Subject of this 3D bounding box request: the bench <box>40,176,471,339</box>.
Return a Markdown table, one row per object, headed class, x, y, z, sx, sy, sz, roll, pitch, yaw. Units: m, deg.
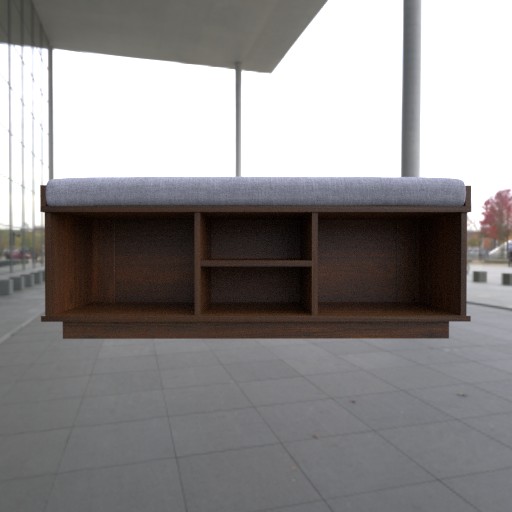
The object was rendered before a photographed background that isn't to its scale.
| class | x | y | z | sx | sy | sz | roll | pitch | yaw |
| --- | --- | --- | --- | --- | --- | --- | --- | --- | --- |
| bench | 0.000 | 0.000 | 1.399 | 1.196 | 0.468 | 0.367 | 0 | 1 | 0 |
